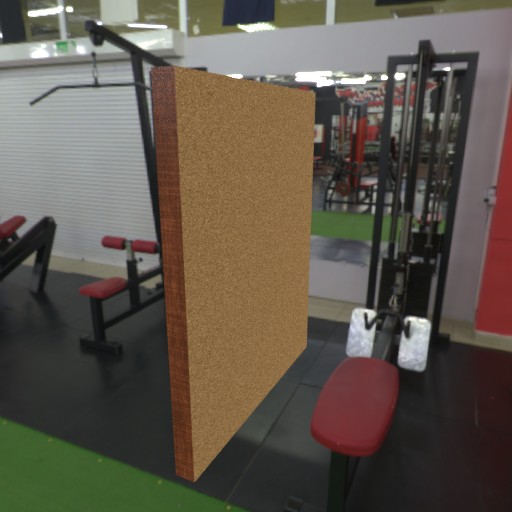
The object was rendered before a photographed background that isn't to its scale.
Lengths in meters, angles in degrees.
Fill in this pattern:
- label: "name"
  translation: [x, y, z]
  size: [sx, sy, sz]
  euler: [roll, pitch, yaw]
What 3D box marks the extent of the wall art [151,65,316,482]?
- label: "wall art"
  translation: [0.000, 0.000, 0.779]
  size: [0.033, 0.567, 0.467]
  euler: [8, 18, 26]
